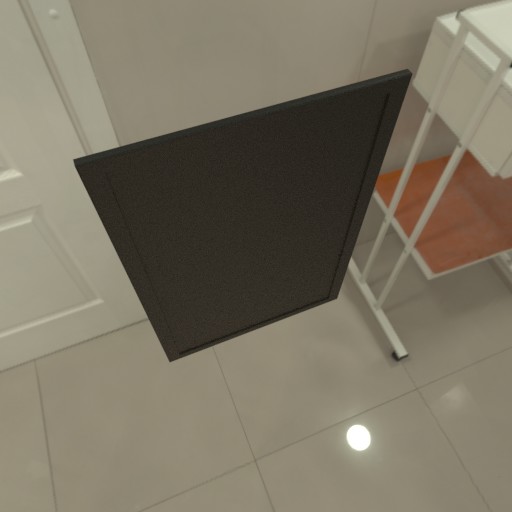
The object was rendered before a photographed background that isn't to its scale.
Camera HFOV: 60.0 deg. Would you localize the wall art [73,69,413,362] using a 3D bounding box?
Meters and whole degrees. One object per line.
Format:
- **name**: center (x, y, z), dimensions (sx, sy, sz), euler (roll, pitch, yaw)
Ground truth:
- **wall art**: center (0.000, 0.000, 0.832), dimensions (0.451, 0.661, 0.012), euler (-19, 59, -12)
